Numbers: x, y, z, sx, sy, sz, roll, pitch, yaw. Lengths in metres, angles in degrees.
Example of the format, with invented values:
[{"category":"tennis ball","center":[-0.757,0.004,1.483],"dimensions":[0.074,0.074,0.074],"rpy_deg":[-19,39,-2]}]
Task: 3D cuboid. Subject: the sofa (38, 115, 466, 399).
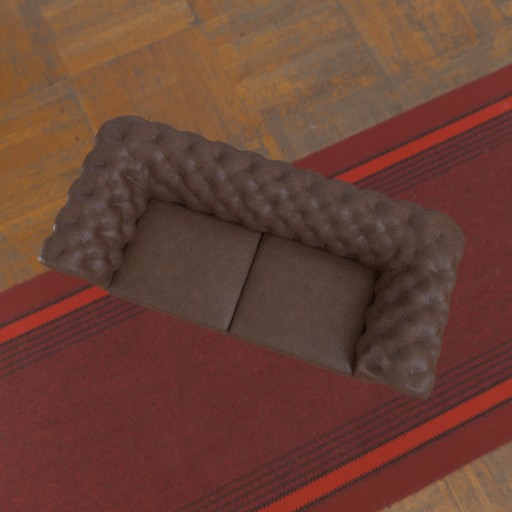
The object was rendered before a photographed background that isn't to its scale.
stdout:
[{"category":"sofa","center":[0.000,0.000,2.533],"dimensions":[2.048,0.784,0.955],"rpy_deg":[19,76,5]}]
